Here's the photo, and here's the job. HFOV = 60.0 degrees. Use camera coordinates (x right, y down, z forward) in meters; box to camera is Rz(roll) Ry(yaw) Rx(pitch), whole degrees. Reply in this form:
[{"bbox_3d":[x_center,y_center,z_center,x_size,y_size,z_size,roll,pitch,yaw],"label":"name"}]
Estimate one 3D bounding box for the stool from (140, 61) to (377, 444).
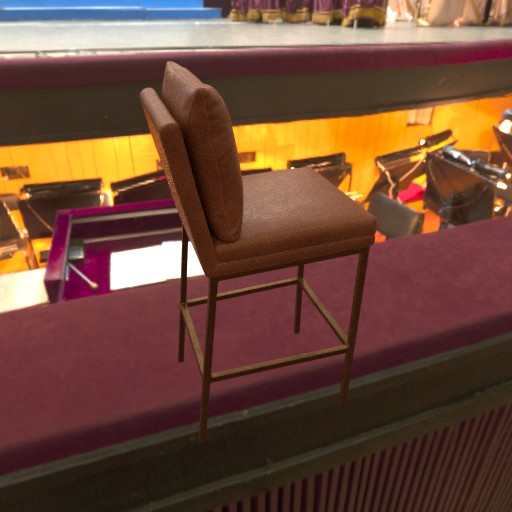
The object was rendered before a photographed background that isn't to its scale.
[{"bbox_3d":[0.000,0.000,1.431,0.571,1.124,0.463,-10,32,-16],"label":"stool"}]
